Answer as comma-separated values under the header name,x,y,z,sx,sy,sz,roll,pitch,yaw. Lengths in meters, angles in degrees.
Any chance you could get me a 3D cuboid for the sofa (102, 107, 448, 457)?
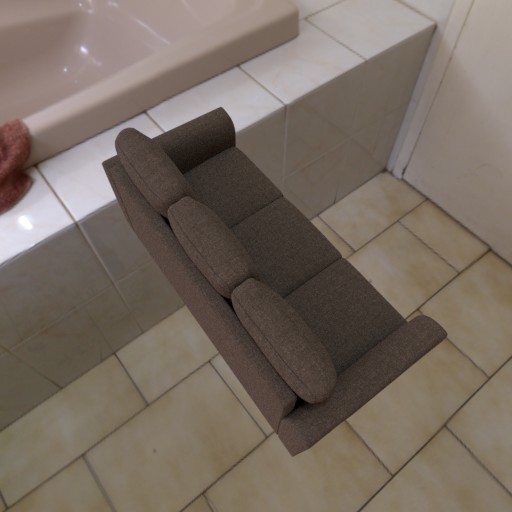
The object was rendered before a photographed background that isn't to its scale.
name,x,y,z,sx,sy,sz,roll,pitch,yaw
sofa,0.000,0.000,2.392,0.837,0.891,1.847,-32,64,-18
